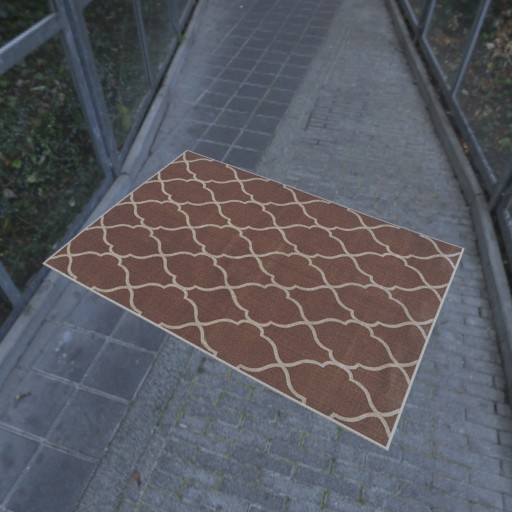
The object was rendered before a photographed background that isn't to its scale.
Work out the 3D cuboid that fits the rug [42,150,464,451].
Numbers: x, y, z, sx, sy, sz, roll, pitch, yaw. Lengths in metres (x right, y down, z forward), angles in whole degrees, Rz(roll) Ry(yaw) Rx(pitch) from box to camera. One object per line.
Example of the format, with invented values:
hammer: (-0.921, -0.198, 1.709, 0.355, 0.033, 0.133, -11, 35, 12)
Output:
rug: (0.000, 0.000, 2.876, 2.294, 0.014, 1.528, 23, 50, 21)
